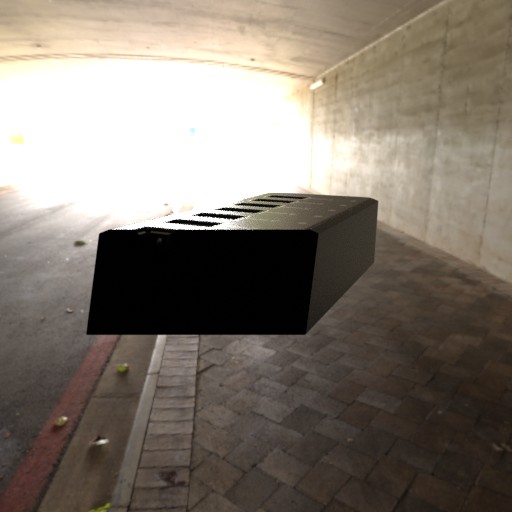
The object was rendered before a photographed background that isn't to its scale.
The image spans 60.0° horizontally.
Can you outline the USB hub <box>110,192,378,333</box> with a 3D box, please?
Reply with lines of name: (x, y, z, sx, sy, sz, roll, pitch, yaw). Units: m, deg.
USB hub: (0.000, 0.000, 0.123, 0.044, 0.023, 0.110, 7, 16, 26)
